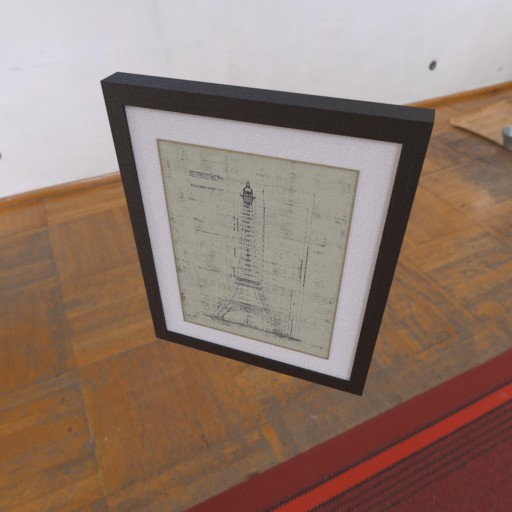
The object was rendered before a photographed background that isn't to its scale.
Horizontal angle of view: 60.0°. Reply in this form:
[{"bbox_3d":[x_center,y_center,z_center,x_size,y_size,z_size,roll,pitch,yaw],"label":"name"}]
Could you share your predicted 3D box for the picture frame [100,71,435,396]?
[{"bbox_3d":[0.000,0.000,0.763,0.452,0.555,0.044,12,41,15],"label":"picture frame"}]
